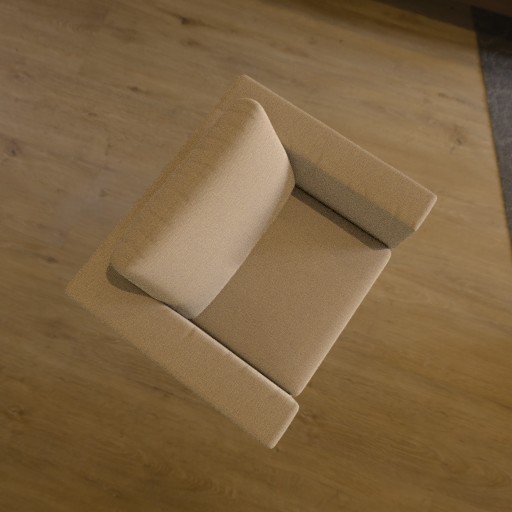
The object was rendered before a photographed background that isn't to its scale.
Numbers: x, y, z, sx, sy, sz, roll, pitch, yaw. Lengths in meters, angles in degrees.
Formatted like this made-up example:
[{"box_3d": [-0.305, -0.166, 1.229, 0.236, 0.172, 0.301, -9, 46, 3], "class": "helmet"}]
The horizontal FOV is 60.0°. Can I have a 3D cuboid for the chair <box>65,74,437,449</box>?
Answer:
[{"box_3d": [0.000, 0.000, 1.843, 0.957, 0.878, 1.150, 35, 79, 8], "class": "chair"}]
